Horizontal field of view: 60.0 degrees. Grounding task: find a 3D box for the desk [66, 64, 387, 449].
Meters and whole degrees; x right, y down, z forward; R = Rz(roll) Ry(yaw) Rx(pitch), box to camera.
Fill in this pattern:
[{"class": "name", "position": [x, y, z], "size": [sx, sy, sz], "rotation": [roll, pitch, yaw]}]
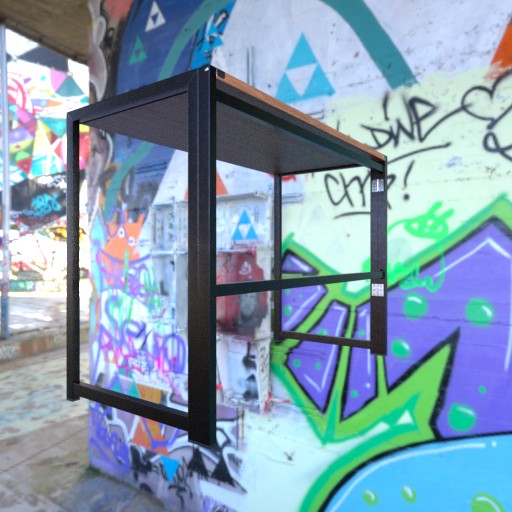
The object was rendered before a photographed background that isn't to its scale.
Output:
[{"class": "desk", "position": [0.000, 0.000, 1.434], "size": [0.508, 0.762, 1.016], "rotation": [0, 0, 36]}]
